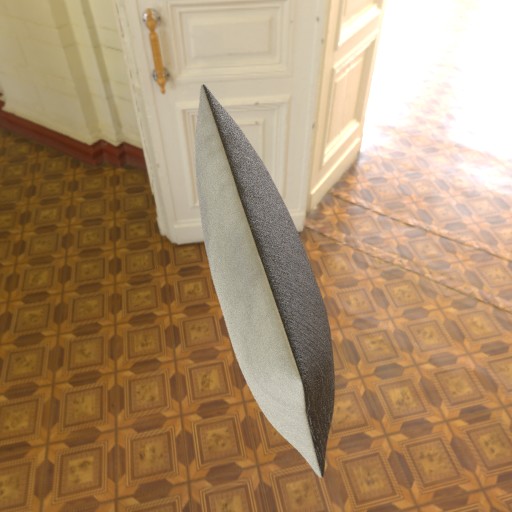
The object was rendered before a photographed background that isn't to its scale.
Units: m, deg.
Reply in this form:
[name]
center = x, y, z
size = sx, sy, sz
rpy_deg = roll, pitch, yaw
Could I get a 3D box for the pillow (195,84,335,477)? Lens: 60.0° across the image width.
[pillow]
center = 0.000, 0.000, 0.715
size = 0.156, 0.305, 0.608
rpy_deg = -10, 47, -9
